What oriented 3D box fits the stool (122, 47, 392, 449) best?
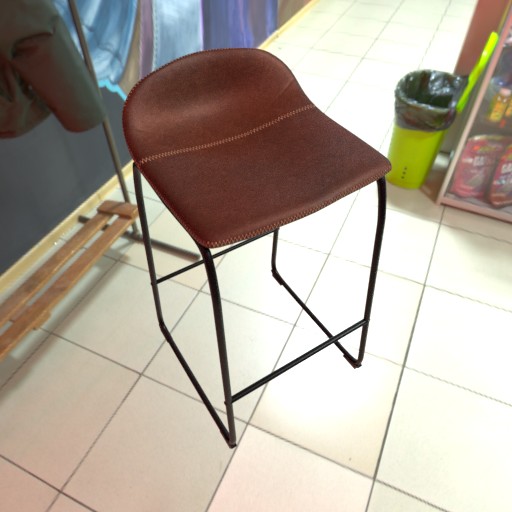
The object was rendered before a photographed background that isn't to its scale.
[{"bbox_3d":[0.000,0.000,1.090,0.454,0.830,0.473,-25,51,-22],"label":"stool"}]
